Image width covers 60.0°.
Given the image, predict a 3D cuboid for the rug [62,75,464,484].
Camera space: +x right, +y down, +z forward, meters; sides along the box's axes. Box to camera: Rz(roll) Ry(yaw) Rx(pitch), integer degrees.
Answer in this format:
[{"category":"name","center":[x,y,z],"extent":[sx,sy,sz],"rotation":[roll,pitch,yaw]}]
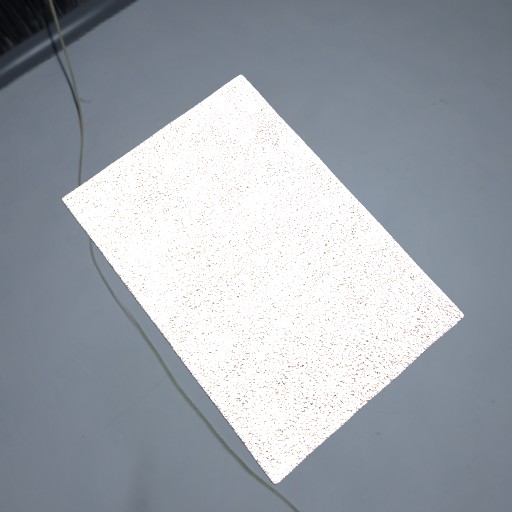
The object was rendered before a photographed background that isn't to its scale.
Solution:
[{"category":"rug","center":[0.000,0.000,2.273],"extent":[1.219,0.030,1.778],"rotation":[-38,79,-9]}]
